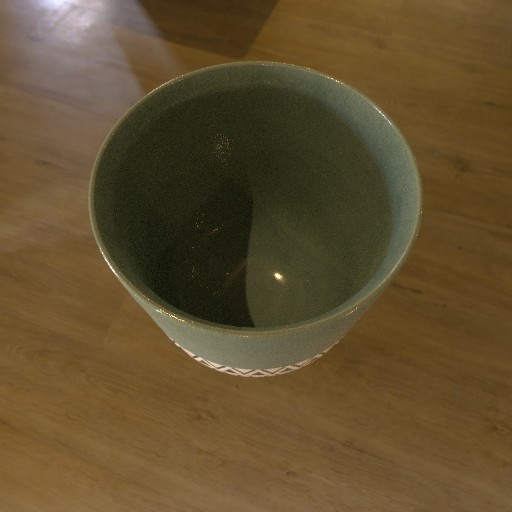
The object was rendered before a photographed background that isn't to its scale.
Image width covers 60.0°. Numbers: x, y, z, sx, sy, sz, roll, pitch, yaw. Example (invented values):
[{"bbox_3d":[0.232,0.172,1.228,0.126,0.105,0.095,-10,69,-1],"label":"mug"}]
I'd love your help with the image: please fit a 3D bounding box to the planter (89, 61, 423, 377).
[{"bbox_3d":[0.000,0.000,0.360,0.198,0.214,0.198,0,63,0],"label":"planter"}]
